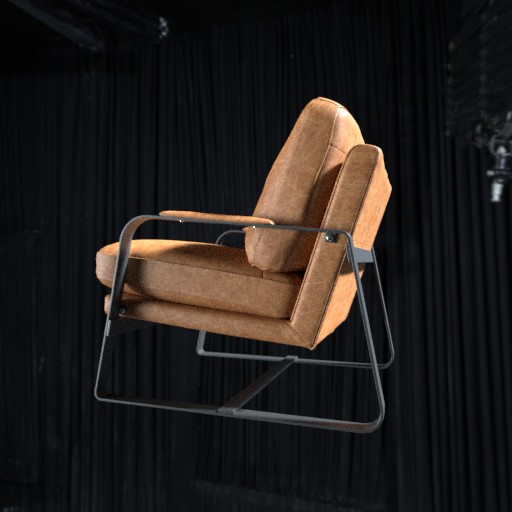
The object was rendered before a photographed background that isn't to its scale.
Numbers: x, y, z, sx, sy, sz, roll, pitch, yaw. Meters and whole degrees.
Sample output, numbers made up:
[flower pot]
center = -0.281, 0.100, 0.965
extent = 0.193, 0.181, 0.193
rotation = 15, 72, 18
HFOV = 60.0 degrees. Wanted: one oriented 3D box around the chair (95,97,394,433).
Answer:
[chair]
center = 0.000, 0.000, 1.386
extent = 0.801, 0.777, 0.651
rotation = 0, -1, 19
